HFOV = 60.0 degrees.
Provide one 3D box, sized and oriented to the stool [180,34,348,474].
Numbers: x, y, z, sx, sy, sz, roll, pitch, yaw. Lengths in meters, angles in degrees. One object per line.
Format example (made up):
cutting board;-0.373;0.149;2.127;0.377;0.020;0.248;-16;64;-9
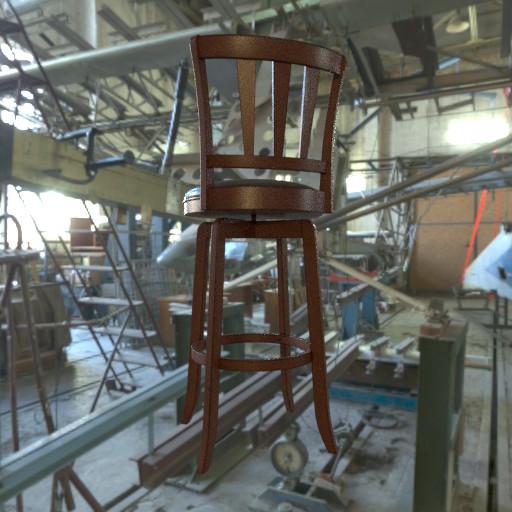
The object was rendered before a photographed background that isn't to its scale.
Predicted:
stool;0.000;0.000;1.405;0.464;1.177;0.503;0;1;-17
